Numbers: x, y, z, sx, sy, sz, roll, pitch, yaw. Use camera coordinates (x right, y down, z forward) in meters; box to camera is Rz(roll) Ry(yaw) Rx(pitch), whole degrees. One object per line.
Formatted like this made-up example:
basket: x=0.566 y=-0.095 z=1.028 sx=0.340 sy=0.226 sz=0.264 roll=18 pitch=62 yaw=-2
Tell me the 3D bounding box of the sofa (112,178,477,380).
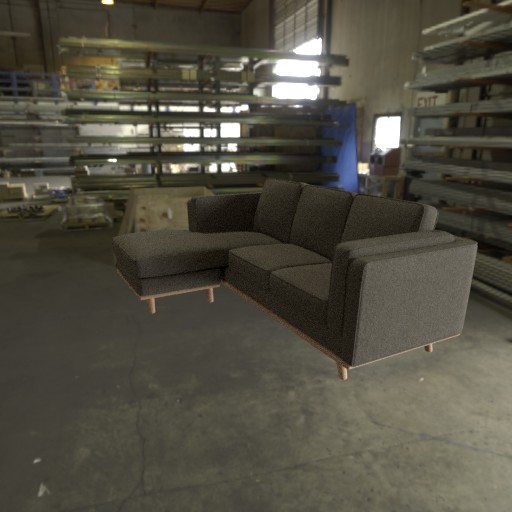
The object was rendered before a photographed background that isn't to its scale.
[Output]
sofa: x=0.000 y=0.000 z=3.195 sx=1.604 sy=0.929 sz=2.411 roll=-8 pitch=17 yaw=-27
